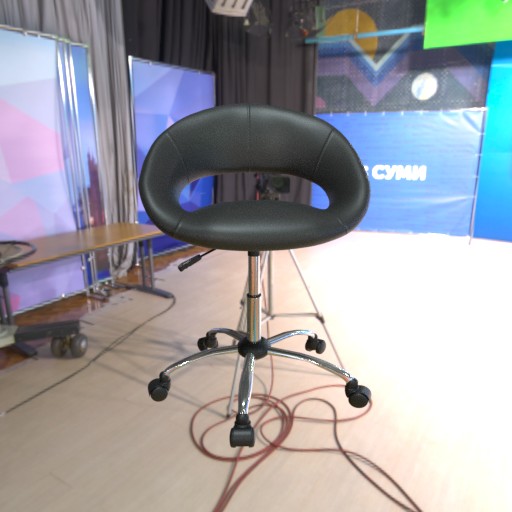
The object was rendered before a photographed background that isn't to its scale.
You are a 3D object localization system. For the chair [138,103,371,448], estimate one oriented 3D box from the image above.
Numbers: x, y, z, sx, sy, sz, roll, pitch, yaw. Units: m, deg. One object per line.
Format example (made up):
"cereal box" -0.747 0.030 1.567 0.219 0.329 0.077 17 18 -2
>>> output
"chair" 0.000 0.000 1.178 0.612 0.791 0.538 -2 16 -6
